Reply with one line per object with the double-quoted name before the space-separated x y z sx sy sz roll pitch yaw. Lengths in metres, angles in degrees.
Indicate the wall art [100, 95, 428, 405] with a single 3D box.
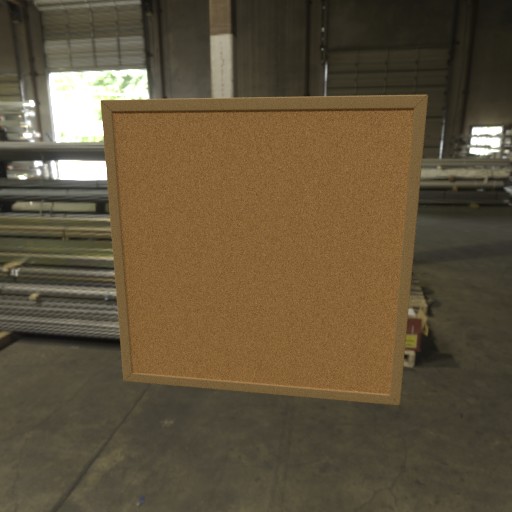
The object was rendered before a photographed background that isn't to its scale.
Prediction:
"wall art" 0.000 0.000 1.131 0.761 0.761 0.037 2 15 9
